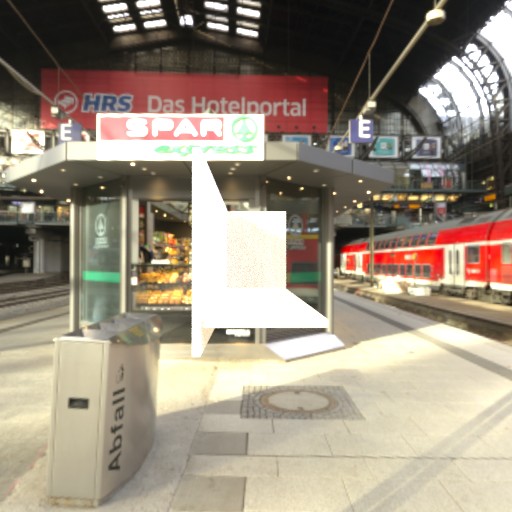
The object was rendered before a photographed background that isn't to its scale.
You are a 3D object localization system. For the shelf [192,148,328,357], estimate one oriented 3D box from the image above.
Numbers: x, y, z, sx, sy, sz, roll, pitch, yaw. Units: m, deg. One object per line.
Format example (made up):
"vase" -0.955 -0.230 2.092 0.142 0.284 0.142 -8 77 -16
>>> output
"shelf" 0.000 0.000 1.145 0.200 0.300 1.020 0 -1 -1
